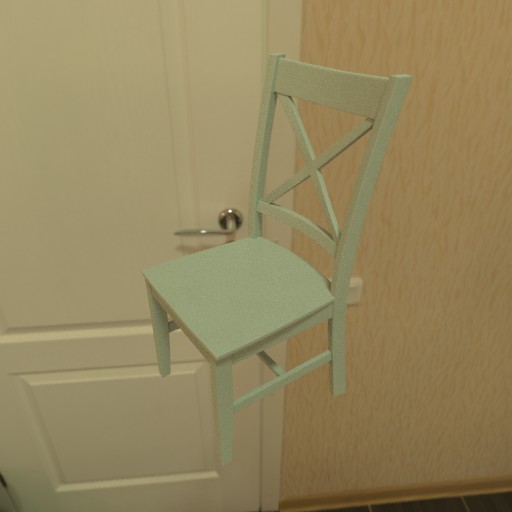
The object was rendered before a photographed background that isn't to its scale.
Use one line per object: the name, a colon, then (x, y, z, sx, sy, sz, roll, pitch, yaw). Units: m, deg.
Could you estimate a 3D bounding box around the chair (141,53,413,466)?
chair: (0.000, 0.000, 1.266, 0.542, 0.983, 0.485, -20, 36, -29)
